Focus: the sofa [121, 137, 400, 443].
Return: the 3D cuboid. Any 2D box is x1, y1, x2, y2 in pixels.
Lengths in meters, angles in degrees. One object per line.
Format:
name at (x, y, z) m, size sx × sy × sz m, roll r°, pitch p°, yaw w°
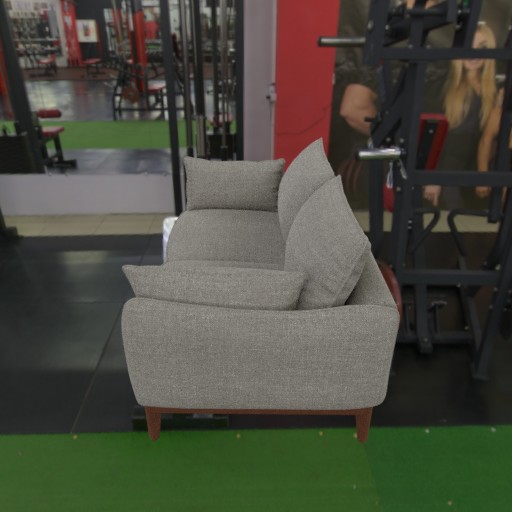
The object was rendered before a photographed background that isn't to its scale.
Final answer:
sofa at (0.000, 0.000, 2.182) m, size 0.972 × 0.851 × 1.580 m, roll 0°, pitch 28°, yaw 1°
